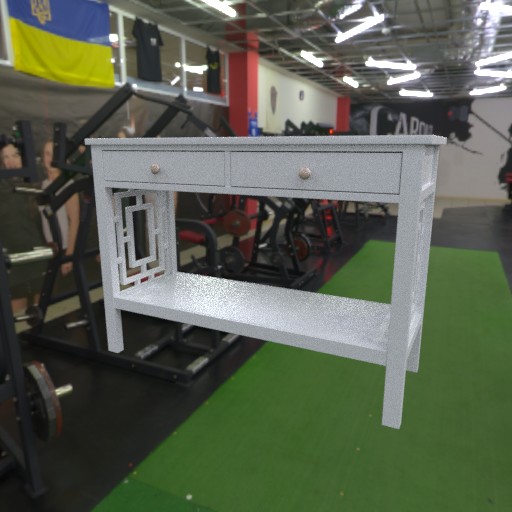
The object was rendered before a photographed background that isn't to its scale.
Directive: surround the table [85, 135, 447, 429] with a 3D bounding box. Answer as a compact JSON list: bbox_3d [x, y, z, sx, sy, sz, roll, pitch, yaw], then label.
[{"bbox_3d":[0.000,0.000,1.466,1.068,0.753,0.397,7,16,26],"label":"table"}]
